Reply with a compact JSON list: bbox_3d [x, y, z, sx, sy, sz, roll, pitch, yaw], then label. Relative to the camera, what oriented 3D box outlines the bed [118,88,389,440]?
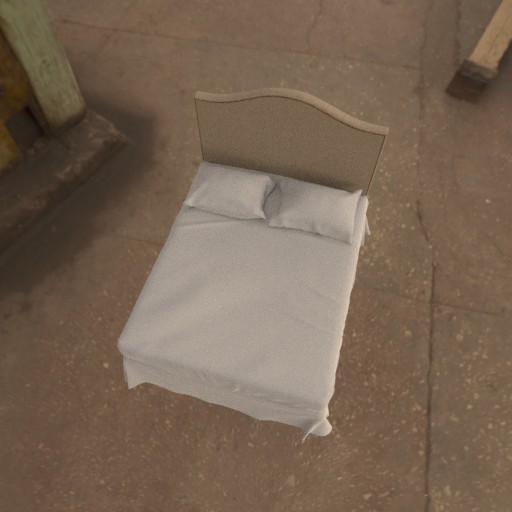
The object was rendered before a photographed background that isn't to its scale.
[{"bbox_3d":[0.000,0.000,3.554,1.876,1.645,2.221,14,59,8],"label":"bed"}]
